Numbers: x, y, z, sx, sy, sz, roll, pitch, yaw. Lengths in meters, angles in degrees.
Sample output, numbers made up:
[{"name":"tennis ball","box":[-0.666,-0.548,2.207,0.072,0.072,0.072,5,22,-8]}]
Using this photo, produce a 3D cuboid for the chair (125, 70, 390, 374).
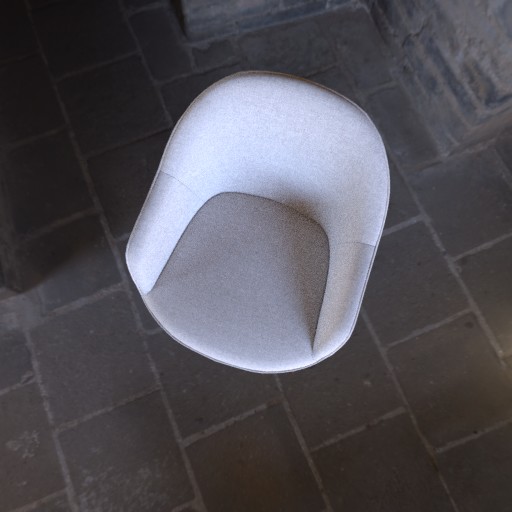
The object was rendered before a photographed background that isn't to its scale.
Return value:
[{"name":"chair","box":[0.000,0.000,1.289,0.596,0.823,0.635,20,77,5]}]
